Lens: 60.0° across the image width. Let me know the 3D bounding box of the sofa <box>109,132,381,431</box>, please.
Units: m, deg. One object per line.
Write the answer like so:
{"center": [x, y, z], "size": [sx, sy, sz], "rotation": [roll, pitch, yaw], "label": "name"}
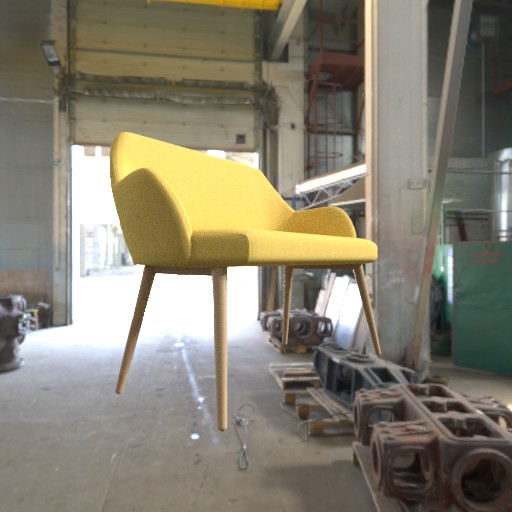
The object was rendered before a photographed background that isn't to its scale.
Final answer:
{"center": [0.000, 0.000, 1.631], "size": [0.610, 0.840, 1.150], "rotation": [0, 0, 36], "label": "sofa"}
